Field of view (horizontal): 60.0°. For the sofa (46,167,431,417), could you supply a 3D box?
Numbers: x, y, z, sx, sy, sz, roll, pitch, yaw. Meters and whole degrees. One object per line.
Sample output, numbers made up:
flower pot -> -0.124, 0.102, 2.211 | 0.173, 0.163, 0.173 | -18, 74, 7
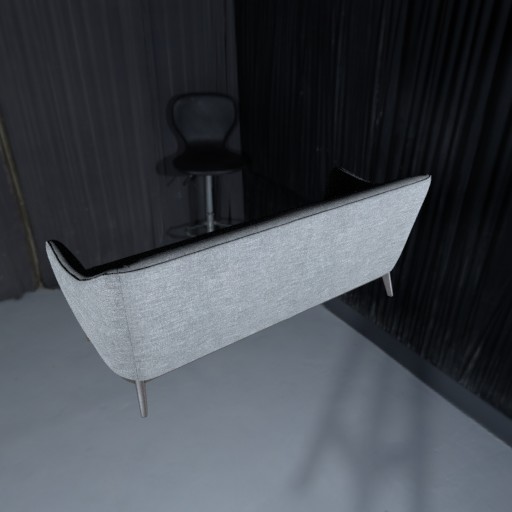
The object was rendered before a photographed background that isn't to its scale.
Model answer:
sofa -> 0.000, 0.000, 2.415 | 1.928, 0.829, 0.867 | -19, 35, -29
